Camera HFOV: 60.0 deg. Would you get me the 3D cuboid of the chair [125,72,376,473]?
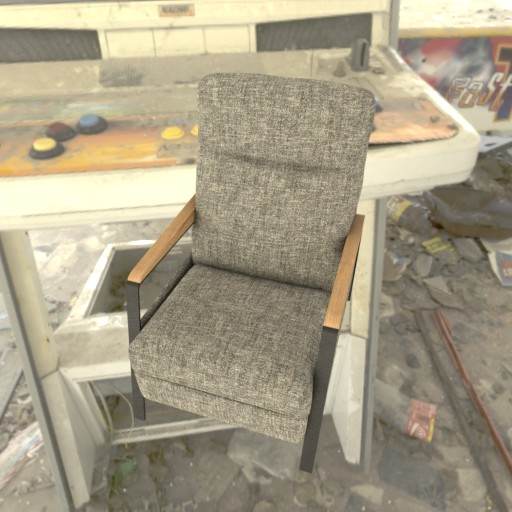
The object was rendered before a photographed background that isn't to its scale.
[{"bbox_3d":[0.000,0.000,1.557,0.671,1.042,0.868,11,40,14],"label":"chair"}]
